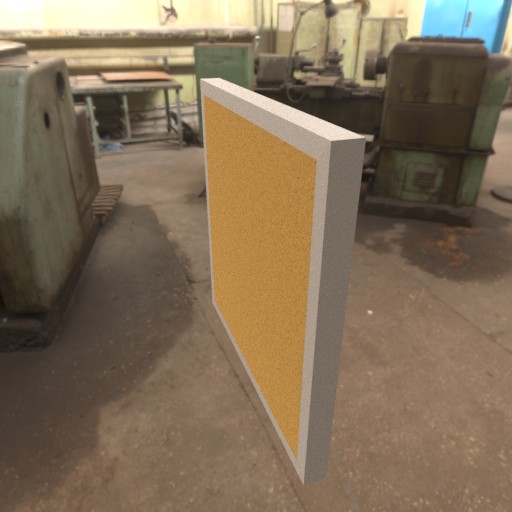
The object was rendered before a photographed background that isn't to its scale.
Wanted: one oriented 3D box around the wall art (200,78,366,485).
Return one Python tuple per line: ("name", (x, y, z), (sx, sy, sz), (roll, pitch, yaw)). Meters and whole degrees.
("wall art", (0.000, 0.000, 1.907), (0.098, 1.291, 1.289), (-10, 30, -18))
